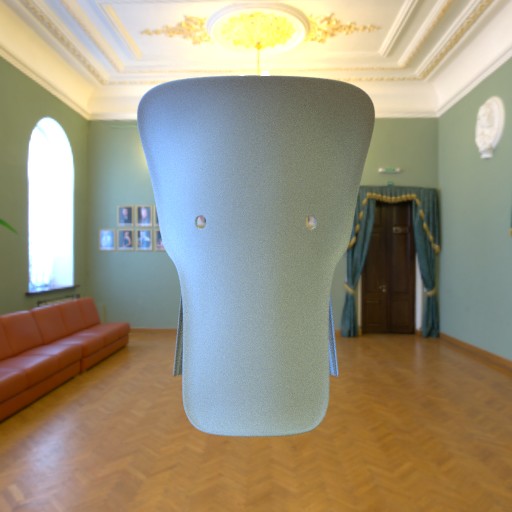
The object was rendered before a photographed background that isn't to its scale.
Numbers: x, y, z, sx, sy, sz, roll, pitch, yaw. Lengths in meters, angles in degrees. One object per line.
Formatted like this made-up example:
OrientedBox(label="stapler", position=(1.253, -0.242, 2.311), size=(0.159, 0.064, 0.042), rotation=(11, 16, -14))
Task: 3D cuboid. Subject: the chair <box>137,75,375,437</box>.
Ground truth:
OrientedBox(label="chair", position=(0.000, 0.000, 0.865), size=(0.451, 0.554, 0.402), rotation=(0, 0, 0))
